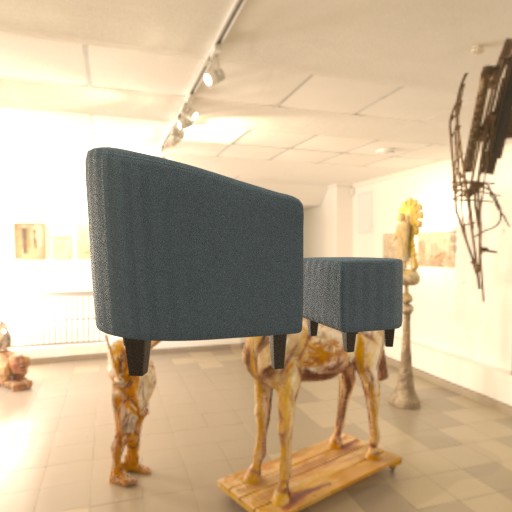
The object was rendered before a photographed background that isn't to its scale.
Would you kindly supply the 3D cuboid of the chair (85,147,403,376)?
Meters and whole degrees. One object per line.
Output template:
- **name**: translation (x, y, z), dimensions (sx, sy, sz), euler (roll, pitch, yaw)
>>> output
- **chair**: translation (0.000, 0.000, 1.799), dimensions (1.288, 0.757, 0.756), euler (0, 2, -19)
